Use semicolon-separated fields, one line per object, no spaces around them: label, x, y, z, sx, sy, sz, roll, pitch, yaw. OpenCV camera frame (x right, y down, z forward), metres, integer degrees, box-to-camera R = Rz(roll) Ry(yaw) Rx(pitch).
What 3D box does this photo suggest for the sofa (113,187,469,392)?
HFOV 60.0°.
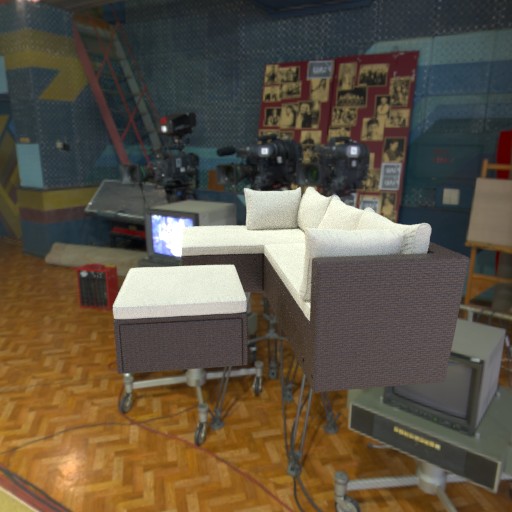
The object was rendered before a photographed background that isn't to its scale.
sofa;0.000;0.000;2.966;1.612;0.766;2.192;-2;15;-8
